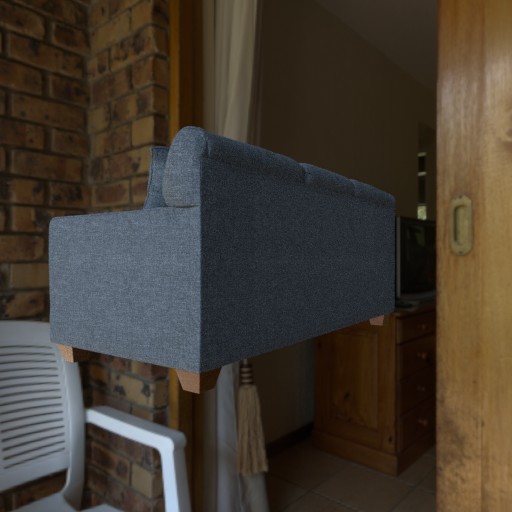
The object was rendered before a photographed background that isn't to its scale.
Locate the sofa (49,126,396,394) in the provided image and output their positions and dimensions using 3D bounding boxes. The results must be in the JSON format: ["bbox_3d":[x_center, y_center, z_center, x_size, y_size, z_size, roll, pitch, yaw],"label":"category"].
[{"bbox_3d":[0.000,0.000,2.573,0.997,0.958,2.024,0,0,36],"label":"sofa"}]
